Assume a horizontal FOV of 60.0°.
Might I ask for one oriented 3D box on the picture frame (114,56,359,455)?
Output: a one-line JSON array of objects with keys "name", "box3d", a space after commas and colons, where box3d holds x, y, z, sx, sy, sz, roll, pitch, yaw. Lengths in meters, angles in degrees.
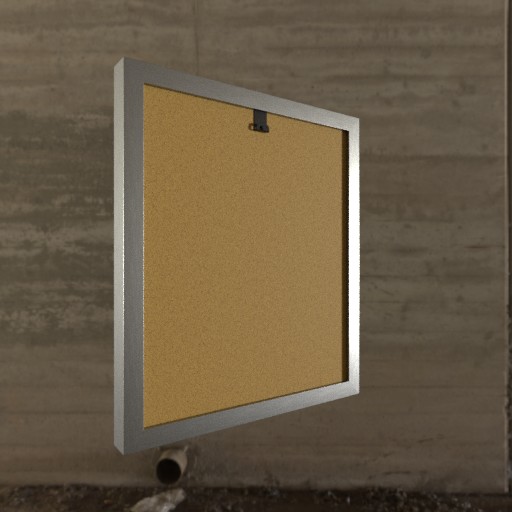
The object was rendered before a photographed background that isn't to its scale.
[{"name": "picture frame", "box3d": [0.000, 0.000, 1.346, 0.839, 0.968, 0.073, 0, 0, -35]}]
